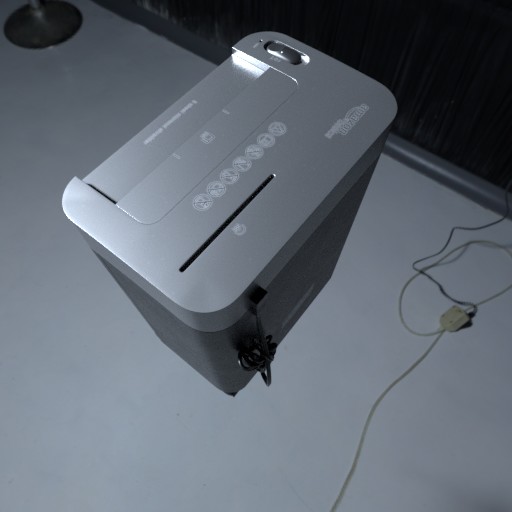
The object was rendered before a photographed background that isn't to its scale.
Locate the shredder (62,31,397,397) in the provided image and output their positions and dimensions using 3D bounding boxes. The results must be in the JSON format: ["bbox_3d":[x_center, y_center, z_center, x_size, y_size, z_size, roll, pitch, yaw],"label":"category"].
[{"bbox_3d":[0.000,0.000,0.600,0.237,0.419,0.311,35,68,17],"label":"shredder"}]
